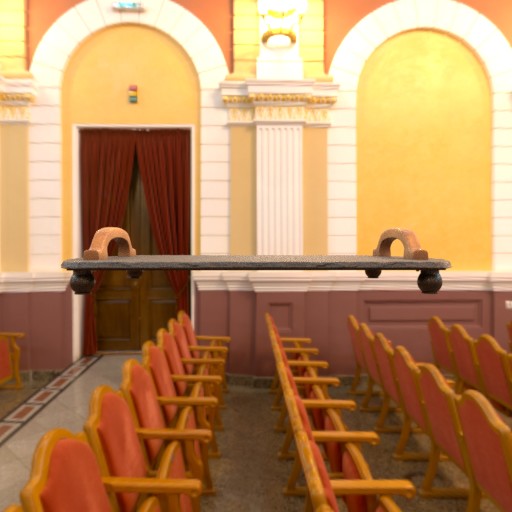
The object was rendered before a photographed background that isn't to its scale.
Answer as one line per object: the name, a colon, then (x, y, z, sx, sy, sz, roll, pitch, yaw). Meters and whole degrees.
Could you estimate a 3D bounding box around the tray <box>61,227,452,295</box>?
tray: (0.000, 0.000, 0.484, 0.387, 0.062, 0.231, 0, 1, -1)
